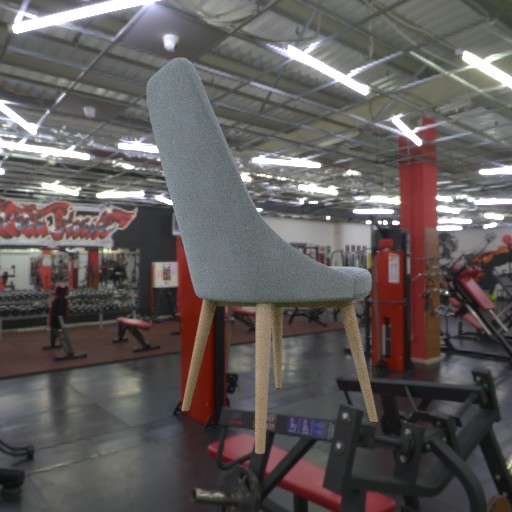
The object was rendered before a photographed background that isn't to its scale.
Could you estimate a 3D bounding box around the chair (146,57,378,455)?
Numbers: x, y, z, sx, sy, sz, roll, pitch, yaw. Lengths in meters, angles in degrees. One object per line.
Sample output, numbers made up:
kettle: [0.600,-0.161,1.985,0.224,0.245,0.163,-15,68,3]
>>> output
chair: [0.000,0.000,1.410,0.660,1.040,0.510,1,-1,-36]
